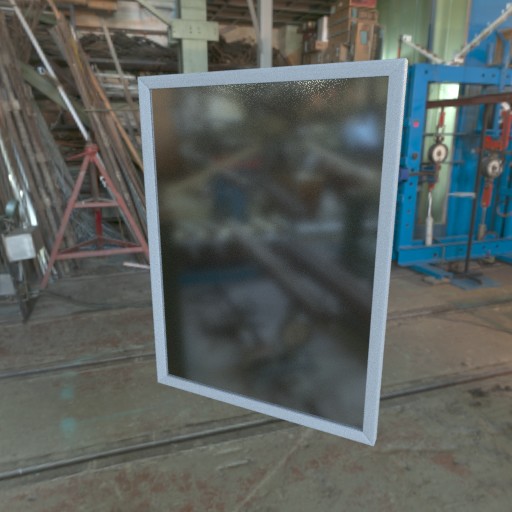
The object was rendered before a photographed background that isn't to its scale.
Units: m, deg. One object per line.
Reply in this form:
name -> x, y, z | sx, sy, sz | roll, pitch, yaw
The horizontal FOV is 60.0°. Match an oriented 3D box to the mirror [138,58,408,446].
mirror -> 0.000, 0.000, 1.300 | 0.762, 1.016, 0.040 | 7, 17, 25
